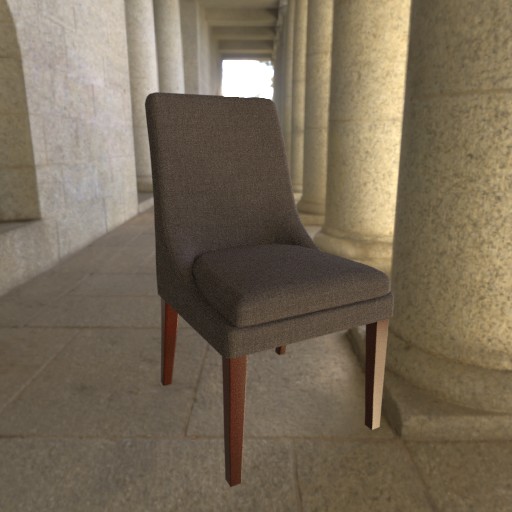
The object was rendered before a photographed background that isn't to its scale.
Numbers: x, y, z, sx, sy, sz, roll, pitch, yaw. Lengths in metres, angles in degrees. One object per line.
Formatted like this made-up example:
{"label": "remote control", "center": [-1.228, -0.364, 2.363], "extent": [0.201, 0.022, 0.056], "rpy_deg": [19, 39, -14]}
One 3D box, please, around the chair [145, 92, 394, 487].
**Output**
{"label": "chair", "center": [0.000, 0.000, 1.325], "extent": [0.508, 0.952, 0.655], "rpy_deg": [-8, 17, -28]}
